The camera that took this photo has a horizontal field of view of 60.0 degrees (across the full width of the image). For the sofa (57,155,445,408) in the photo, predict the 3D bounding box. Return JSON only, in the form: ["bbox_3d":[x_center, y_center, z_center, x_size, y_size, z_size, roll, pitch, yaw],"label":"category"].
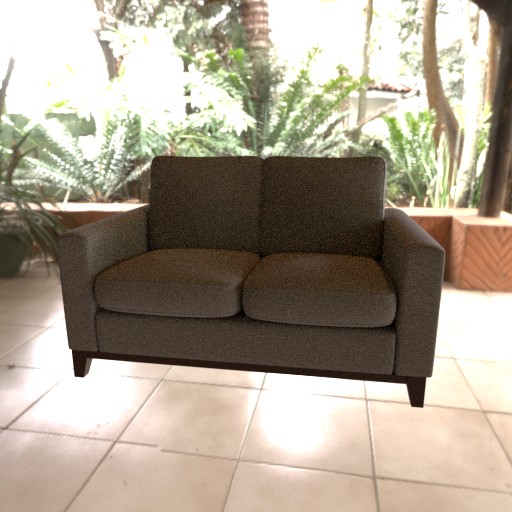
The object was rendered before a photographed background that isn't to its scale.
[{"bbox_3d":[0.000,0.000,2.013,1.420,0.873,0.917,2,14,9],"label":"sofa"}]
